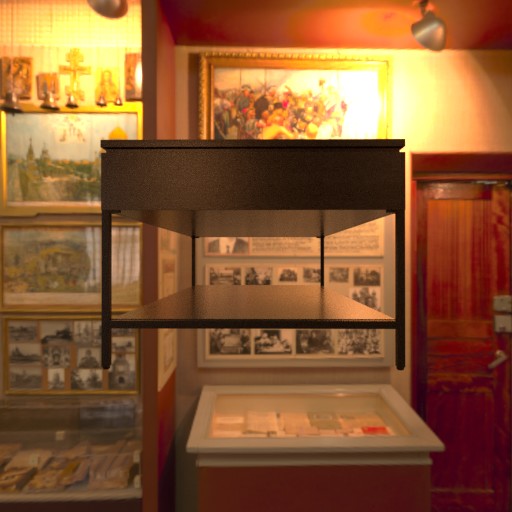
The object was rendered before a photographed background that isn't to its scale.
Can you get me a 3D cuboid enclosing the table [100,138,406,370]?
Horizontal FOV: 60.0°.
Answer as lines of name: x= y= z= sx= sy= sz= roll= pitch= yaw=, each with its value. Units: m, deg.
table: x=0.000 y=0.000 z=1.379 sx=0.574 sy=0.435 sz=1.095 roll=0 pitch=0 yaw=1
